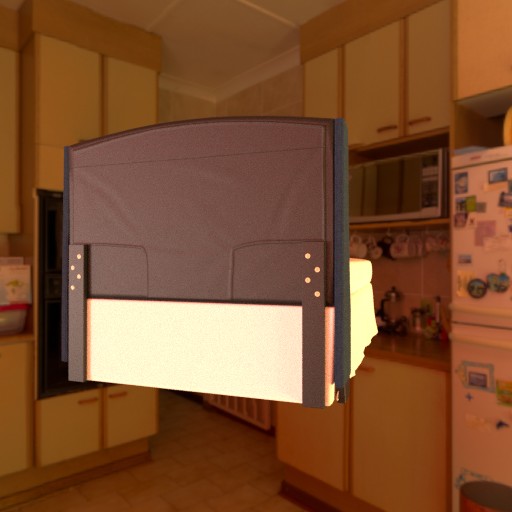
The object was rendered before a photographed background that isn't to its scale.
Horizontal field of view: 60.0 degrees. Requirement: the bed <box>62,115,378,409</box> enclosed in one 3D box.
[{"bbox_3d":[0.000,0.000,3.285,1.604,1.402,2.223,0,0,19],"label":"bed"}]
